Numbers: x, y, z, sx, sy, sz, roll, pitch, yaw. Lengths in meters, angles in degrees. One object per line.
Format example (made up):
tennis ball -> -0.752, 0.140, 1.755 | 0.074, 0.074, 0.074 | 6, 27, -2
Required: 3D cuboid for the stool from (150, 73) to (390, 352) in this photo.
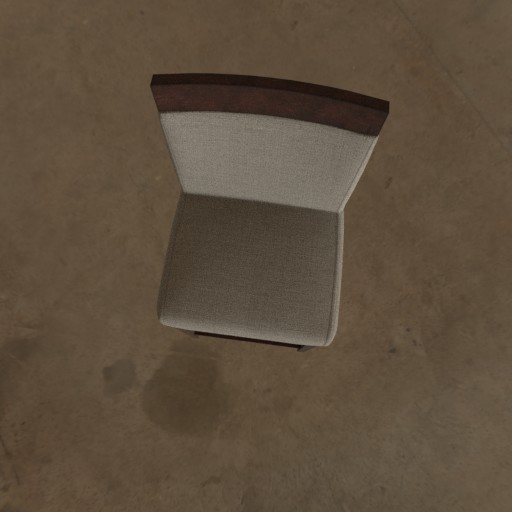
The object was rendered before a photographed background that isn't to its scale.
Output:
stool -> 0.000, 0.000, 1.422 | 0.511, 1.117, 0.531 | 7, 76, 2
